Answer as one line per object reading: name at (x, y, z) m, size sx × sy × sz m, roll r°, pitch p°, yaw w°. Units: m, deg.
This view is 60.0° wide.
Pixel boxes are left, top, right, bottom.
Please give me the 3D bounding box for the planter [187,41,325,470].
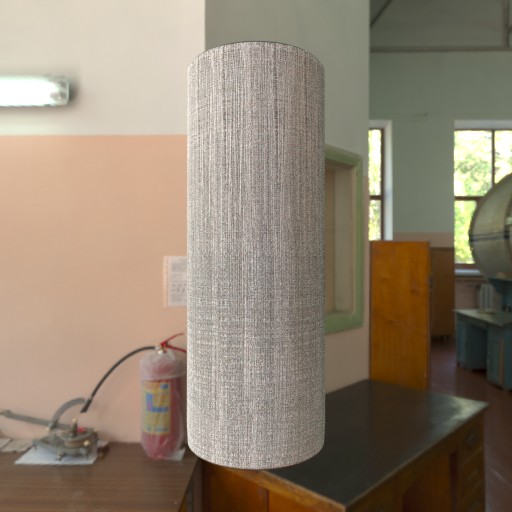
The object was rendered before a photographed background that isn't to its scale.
planter at (0.000, 0.000, 0.326) m, size 0.100 × 0.270 × 0.100 m, roll 0°, pitch 0°, yaw 36°
